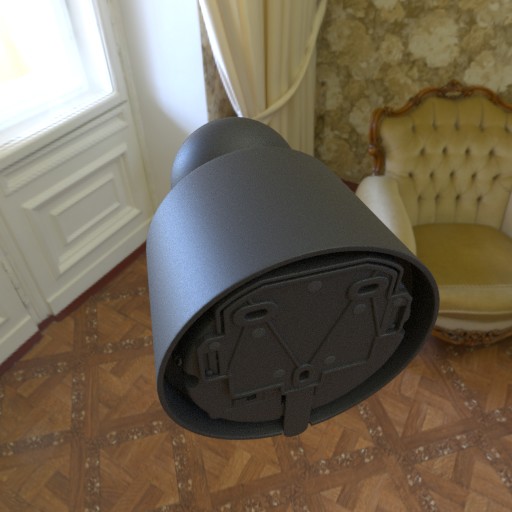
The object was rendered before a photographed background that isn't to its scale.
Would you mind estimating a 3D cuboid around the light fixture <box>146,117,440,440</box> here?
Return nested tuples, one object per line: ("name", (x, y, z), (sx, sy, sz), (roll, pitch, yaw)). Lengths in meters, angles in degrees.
("light fixture", (0.000, 0.000, 0.262), (0.134, 0.143, 0.160), (-11, 43, -12))
